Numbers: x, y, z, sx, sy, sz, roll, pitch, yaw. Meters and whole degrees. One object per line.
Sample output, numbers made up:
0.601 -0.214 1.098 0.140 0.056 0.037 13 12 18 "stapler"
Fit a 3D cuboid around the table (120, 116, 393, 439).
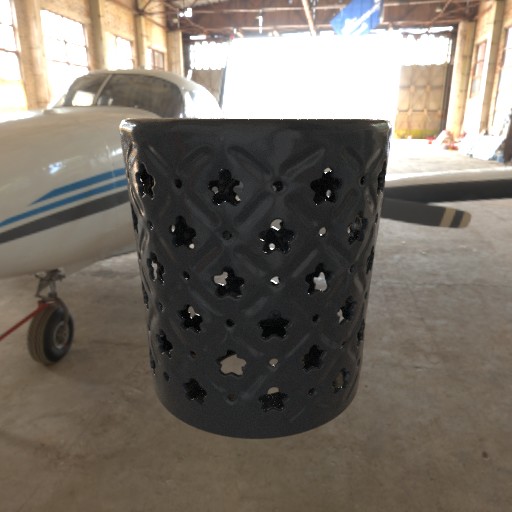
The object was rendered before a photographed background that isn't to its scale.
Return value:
0.000 0.000 0.645 0.352 0.387 0.352 0 17 0 "table"
